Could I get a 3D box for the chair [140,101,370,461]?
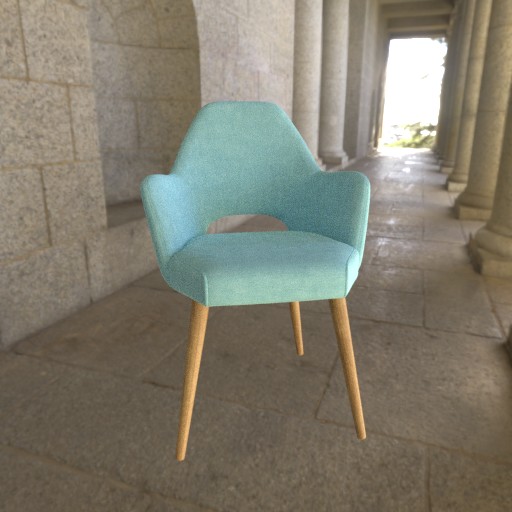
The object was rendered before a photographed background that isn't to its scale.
[{"bbox_3d":[0.000,0.000,1.236,0.590,0.840,0.610,-3,17,-9],"label":"chair"}]
